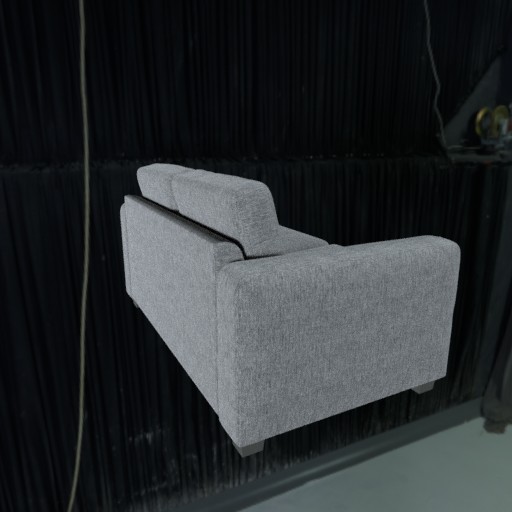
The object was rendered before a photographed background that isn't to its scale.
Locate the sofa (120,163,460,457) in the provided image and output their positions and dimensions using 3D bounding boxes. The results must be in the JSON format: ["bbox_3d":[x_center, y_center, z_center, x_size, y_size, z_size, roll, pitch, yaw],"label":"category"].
[{"bbox_3d":[0.000,0.000,2.007,0.900,0.800,1.520,-8,17,-27],"label":"sofa"}]
